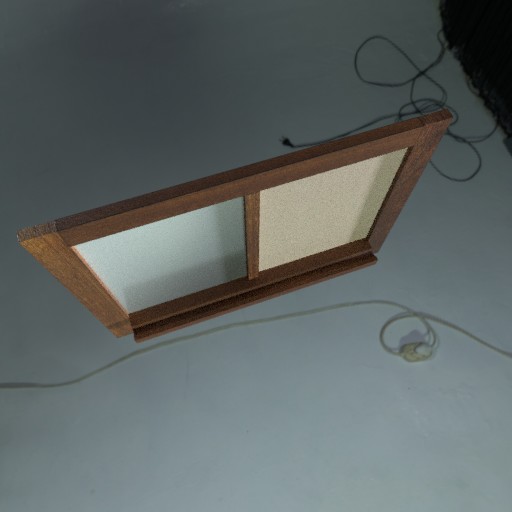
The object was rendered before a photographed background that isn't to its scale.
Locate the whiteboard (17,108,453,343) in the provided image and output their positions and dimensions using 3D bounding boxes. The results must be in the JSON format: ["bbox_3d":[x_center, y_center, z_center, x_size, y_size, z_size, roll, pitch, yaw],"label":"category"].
[{"bbox_3d":[0.000,0.000,1.000,0.783,0.559,0.083,-18,65,-8],"label":"whiteboard"}]
